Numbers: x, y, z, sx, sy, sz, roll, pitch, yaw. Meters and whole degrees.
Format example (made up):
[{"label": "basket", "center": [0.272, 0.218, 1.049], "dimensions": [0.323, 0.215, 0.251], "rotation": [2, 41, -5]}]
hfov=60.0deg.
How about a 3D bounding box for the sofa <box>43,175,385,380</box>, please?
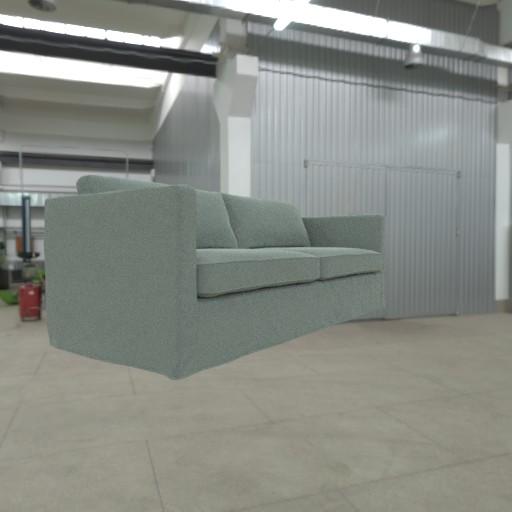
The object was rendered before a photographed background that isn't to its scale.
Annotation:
[{"label": "sofa", "center": [0.000, 0.000, 2.828], "dimensions": [0.962, 0.853, 2.312], "rotation": [1, 2, 35]}]
